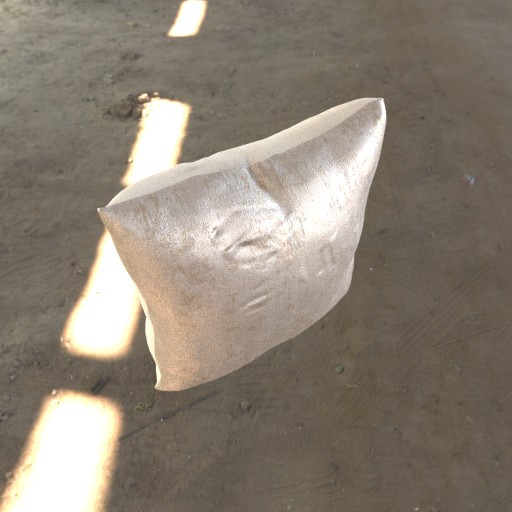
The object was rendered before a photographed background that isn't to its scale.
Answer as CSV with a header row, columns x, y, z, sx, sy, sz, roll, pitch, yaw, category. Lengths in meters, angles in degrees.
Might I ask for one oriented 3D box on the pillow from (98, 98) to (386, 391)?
x,y,z,sx,sy,sz,roll,pitch,yaw,category
0.000,0.000,0.741,0.450,0.448,0.245,-25,52,-21,pillow
